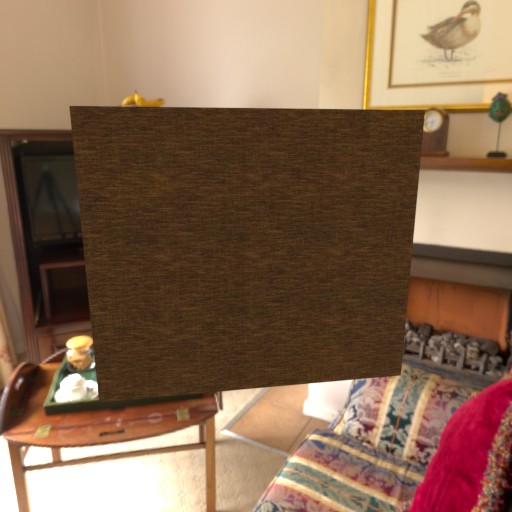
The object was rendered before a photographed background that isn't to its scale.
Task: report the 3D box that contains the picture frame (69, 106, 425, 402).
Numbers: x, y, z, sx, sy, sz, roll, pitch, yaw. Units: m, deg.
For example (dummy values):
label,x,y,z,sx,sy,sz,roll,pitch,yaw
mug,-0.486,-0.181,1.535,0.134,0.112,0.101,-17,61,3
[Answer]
label,x,y,z,sx,sy,sz,roll,pitch,yaw
picture frame,0.000,0.000,0.524,0.378,0.330,0.033,-2,15,-9
